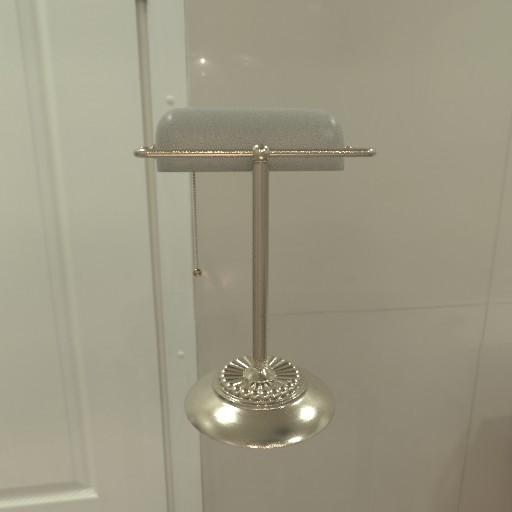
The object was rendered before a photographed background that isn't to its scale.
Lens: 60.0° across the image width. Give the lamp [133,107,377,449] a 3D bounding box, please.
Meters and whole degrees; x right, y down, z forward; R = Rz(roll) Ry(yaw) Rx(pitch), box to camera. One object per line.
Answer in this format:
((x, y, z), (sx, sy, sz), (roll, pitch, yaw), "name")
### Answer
((0.000, 0.000, 0.520), (0.264, 0.339, 0.243), (-2, 14, -8), "lamp")
